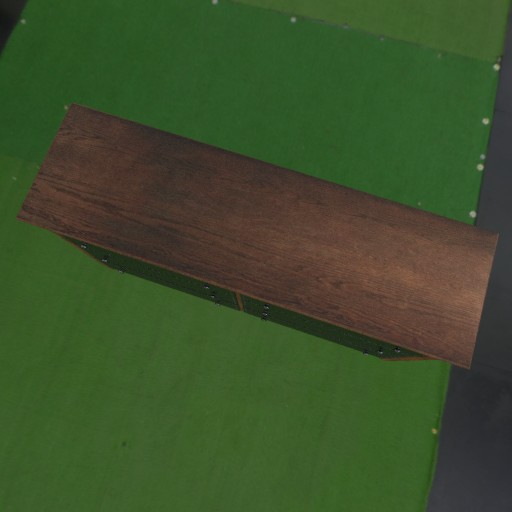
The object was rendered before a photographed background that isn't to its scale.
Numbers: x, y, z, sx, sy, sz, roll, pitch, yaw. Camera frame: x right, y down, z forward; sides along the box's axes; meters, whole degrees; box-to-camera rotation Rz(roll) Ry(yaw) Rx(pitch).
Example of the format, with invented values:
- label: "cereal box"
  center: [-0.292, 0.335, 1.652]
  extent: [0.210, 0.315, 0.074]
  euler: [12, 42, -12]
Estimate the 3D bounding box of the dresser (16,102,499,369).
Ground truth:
- label: "dresser"
  center: [0.000, 0.000, 1.891]
  extent: [1.551, 0.856, 0.463]
  euler: [18, 77, 4]
